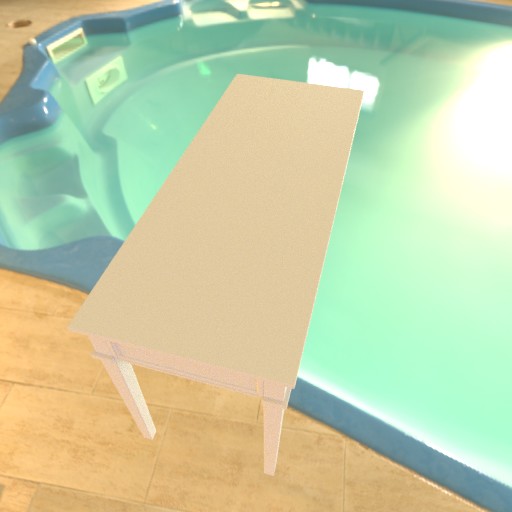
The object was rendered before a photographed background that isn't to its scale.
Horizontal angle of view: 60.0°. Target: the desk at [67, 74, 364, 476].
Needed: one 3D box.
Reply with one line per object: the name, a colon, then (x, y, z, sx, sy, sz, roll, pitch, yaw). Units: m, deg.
desk: (0.000, 0.000, 1.743, 0.559, 0.774, 1.372, 12, 49, 10)
